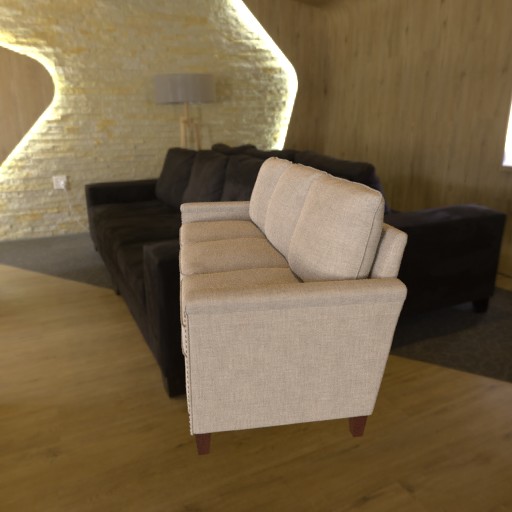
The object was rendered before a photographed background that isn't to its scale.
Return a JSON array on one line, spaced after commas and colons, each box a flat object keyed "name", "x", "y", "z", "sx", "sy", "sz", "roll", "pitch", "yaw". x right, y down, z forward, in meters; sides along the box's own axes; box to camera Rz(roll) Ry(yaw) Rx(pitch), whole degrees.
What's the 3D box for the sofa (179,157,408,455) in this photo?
[{"name": "sofa", "x": 0.000, "y": 0.000, "z": 2.424, "sx": 0.828, "sy": 0.959, "sz": 1.925, "roll": -3, "pitch": 16, "yaw": -9}]
